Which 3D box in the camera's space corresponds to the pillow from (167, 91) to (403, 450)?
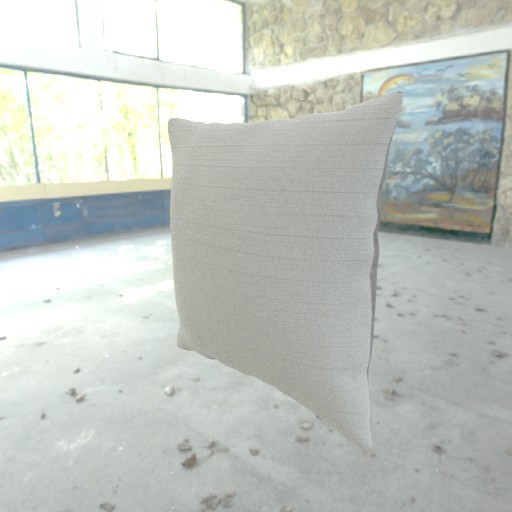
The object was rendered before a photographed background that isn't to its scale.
[{"bbox_3d":[0.000,0.000,0.719,0.175,0.464,0.470,-12,18,-43],"label":"pillow"}]
